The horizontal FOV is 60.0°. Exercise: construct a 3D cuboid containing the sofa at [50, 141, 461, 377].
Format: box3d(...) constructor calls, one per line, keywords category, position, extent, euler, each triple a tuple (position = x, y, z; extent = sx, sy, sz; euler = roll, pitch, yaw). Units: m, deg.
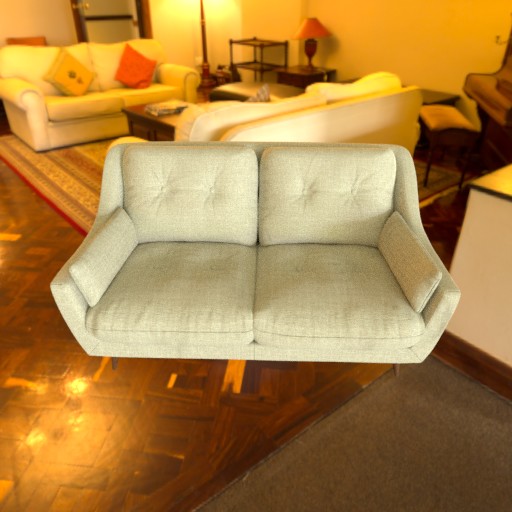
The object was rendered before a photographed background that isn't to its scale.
box3d(category="sofa", position=(0.000, 0.000, 2.182), extent=(1.652, 0.888, 0.965), euler=(1, 31, 2))
